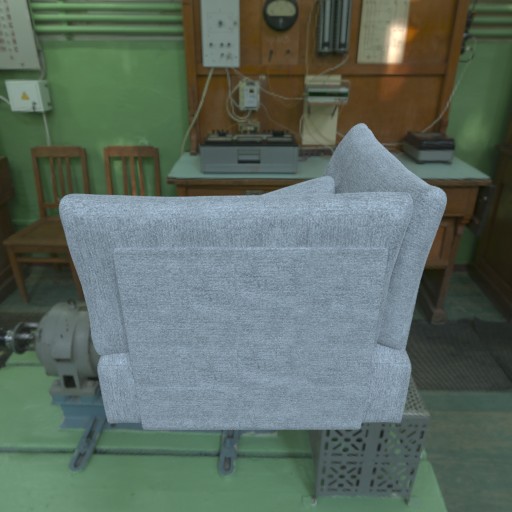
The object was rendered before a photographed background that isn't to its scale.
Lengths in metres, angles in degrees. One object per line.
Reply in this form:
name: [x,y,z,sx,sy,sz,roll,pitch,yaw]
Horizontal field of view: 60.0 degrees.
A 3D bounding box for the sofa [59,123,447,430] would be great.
sofa: [0.000,0.000,1.690,1.000,0.820,1.000,0,27,0]
